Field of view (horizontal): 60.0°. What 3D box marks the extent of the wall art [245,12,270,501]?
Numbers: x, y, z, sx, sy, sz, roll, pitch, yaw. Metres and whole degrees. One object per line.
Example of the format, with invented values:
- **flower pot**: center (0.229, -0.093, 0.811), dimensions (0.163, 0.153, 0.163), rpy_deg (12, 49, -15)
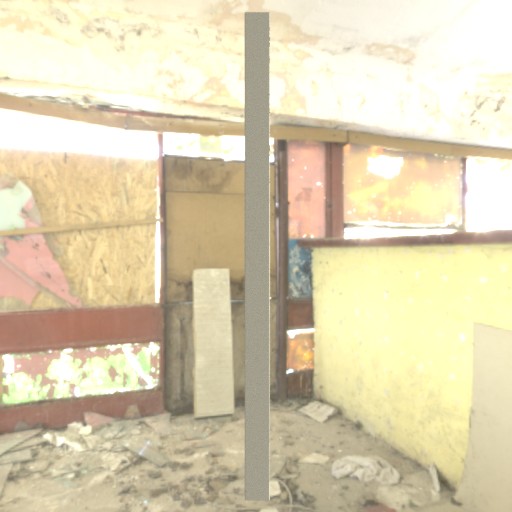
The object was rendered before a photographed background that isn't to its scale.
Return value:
- **wall art**: center (0.000, 0.000, 0.938), dimensions (0.039, 0.753, 0.511), rpy_deg (0, 1, 0)
